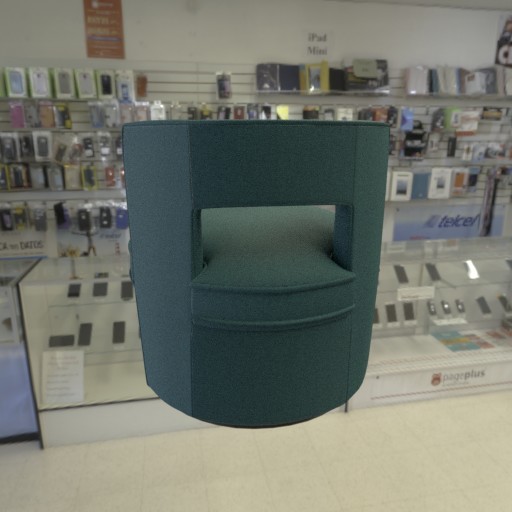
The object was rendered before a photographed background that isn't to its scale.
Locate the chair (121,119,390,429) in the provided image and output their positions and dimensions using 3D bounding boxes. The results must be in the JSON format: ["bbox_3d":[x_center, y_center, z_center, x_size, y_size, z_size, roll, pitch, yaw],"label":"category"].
[{"bbox_3d":[0.000,0.000,1.230,0.684,0.711,0.660,-2,16,-8],"label":"chair"}]
